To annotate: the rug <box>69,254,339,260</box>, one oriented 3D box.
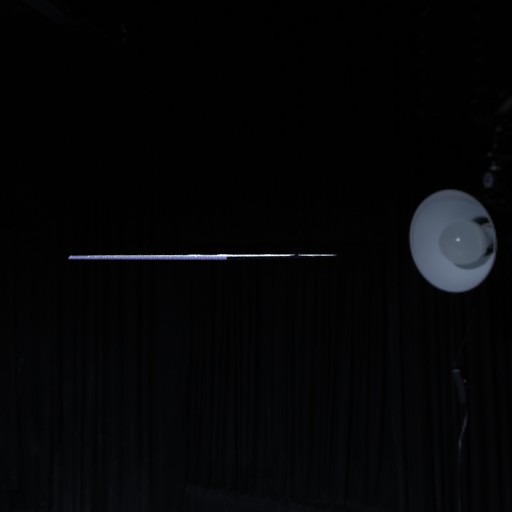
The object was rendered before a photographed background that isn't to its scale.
[{"bbox_3d":[0.000,0.000,2.526,0.602,0.016,2.283,0,0,19],"label":"rug"}]
